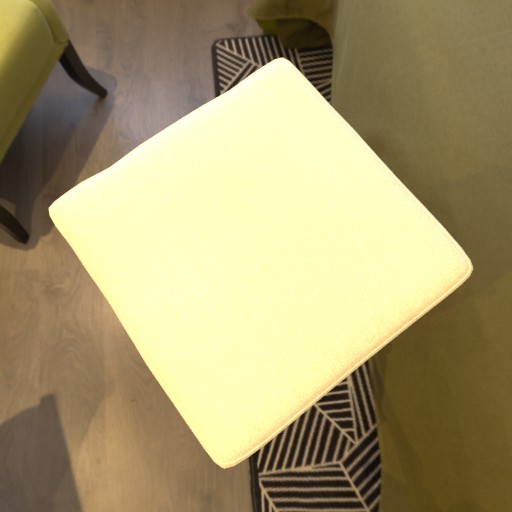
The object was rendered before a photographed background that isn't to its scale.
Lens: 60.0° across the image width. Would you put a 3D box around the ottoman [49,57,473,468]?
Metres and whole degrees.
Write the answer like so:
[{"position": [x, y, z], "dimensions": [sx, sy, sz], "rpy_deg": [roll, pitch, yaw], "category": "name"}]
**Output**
[{"position": [0.000, 0.000, 1.337], "dimensions": [0.838, 0.478, 0.838], "rpy_deg": [-36, 77, -9], "category": "ottoman"}]
